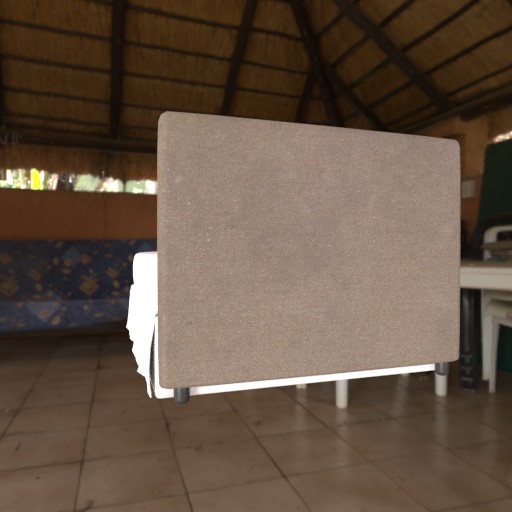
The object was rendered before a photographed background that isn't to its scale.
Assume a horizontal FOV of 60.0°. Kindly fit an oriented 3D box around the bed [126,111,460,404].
[{"bbox_3d":[0.000,0.000,3.196,1.723,1.330,2.142,0,1,-19],"label":"bed"}]
